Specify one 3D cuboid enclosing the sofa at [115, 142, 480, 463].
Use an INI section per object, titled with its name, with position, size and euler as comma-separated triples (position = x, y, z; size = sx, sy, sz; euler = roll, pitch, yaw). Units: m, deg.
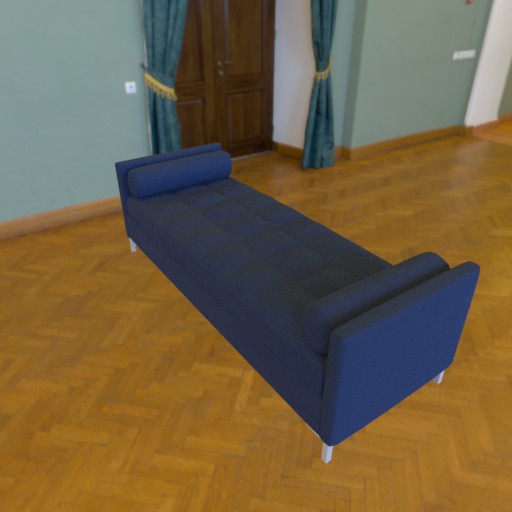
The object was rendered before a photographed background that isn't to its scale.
[sofa]
position = 0.000, 0.000, 2.476
size = 0.797, 0.657, 2.102
euler = -20, 36, -30
